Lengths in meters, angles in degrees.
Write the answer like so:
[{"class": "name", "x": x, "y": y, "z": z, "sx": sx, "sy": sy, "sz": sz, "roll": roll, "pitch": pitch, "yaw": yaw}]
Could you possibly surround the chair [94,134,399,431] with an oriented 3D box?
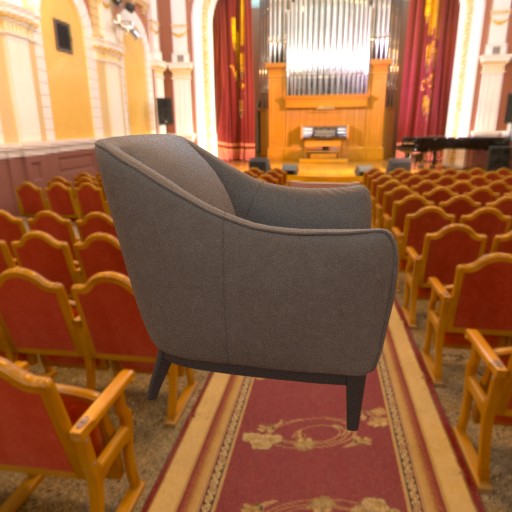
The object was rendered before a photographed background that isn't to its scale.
[{"class": "chair", "x": 0.000, "y": 0.000, "z": 1.571, "sx": 0.852, "sy": 0.830, "sz": 0.871, "roll": 3, "pitch": 17, "yaw": 9}]
